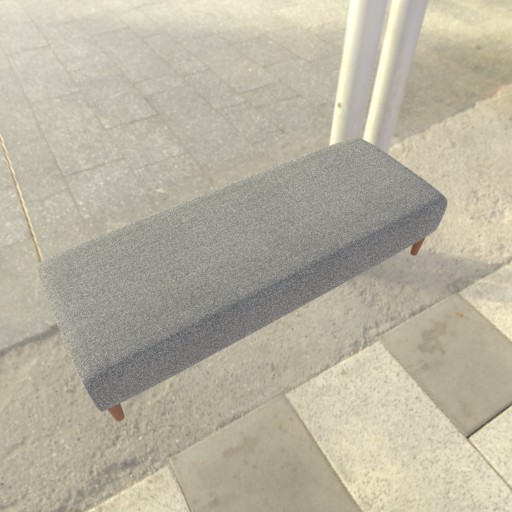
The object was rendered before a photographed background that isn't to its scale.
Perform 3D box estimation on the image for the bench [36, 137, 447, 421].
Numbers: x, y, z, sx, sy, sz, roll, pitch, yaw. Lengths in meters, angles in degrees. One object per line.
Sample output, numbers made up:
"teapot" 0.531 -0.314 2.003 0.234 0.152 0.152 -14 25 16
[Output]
"bench" 0.000 0.000 1.887 1.598 0.384 0.631 -25 52 -21
